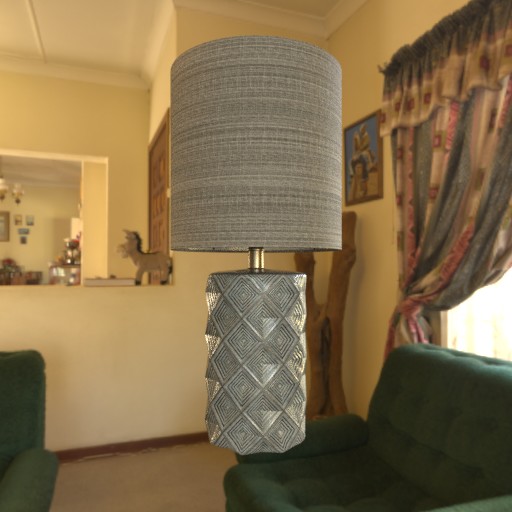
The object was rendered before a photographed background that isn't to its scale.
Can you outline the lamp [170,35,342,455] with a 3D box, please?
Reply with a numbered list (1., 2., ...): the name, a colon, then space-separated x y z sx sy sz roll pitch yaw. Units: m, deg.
1. lamp: 0.000 0.000 0.702 0.269 0.566 0.268 1 -2 -36
